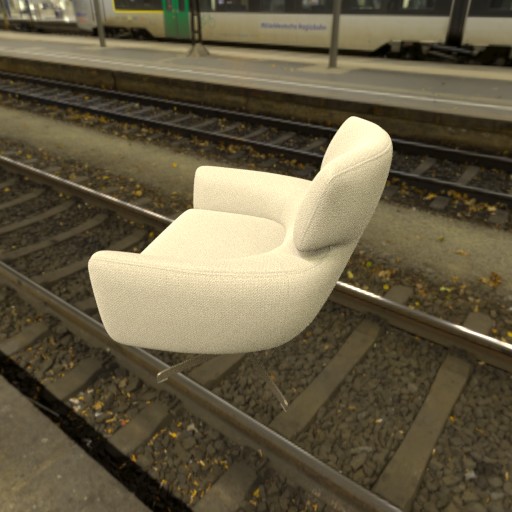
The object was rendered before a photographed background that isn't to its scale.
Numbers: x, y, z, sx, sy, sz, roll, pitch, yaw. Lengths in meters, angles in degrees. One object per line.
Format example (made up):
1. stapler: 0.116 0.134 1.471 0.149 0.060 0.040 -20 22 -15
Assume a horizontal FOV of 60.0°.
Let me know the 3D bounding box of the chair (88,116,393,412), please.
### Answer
1. chair: 0.000 0.000 1.407 0.730 0.810 0.760 8 31 14
